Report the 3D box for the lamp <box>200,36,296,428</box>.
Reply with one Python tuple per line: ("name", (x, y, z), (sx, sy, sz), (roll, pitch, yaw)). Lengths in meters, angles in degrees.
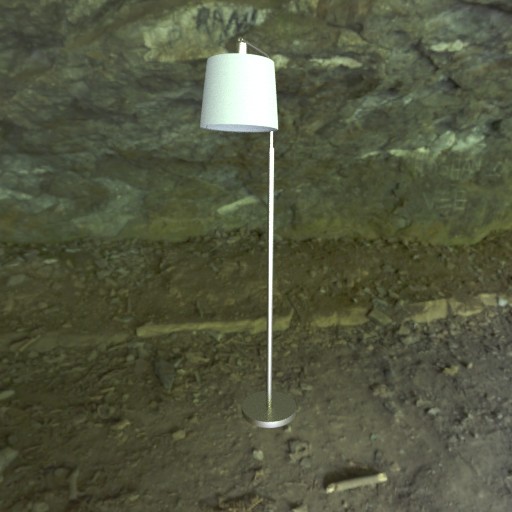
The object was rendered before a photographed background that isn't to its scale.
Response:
("lamp", (0.000, 0.000, 1.677), (0.254, 1.478, 0.508), (7, 16, 25))
